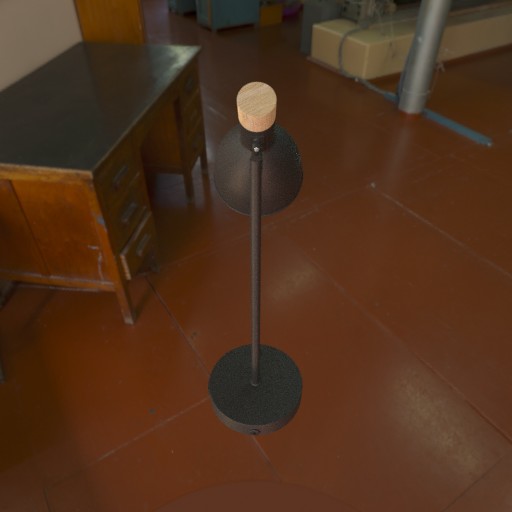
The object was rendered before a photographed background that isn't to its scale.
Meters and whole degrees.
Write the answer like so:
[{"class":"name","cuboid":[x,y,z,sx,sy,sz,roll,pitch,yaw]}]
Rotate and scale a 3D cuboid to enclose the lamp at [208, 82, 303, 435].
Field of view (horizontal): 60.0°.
[{"class":"lamp","cuboid":[0.000,0.000,0.622,0.152,0.483,0.287,1,41,1]}]
